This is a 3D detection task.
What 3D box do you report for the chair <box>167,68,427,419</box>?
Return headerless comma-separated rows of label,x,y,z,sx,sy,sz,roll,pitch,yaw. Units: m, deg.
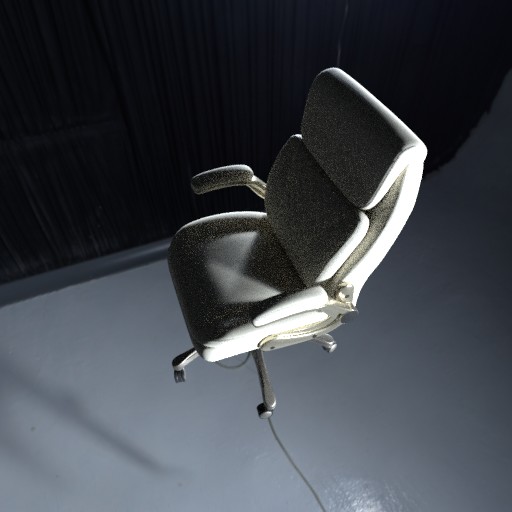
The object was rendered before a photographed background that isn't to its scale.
chair,0.000,0.000,1.613,0.794,1.110,0.740,-18,49,-16
